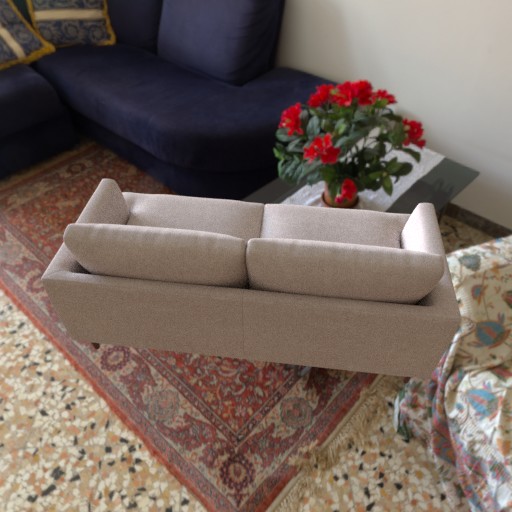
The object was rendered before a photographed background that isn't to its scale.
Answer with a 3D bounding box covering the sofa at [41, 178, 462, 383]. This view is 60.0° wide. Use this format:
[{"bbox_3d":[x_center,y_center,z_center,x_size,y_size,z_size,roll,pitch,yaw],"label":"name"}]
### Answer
[{"bbox_3d":[0.000,0.000,2.505,1.948,0.868,1.020,5,46,5],"label":"sofa"}]
